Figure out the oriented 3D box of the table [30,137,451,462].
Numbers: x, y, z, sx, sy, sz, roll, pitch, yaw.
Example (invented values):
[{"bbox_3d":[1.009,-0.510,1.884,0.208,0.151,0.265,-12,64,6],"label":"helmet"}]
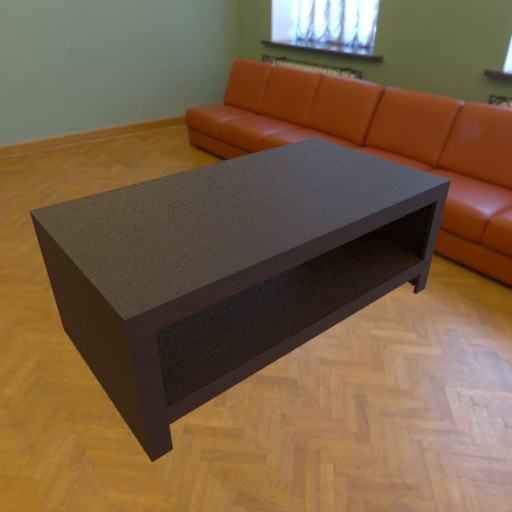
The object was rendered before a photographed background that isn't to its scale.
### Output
[{"bbox_3d":[0.000,0.000,1.409,1.099,0.424,0.597,-23,38,-33],"label":"table"}]
